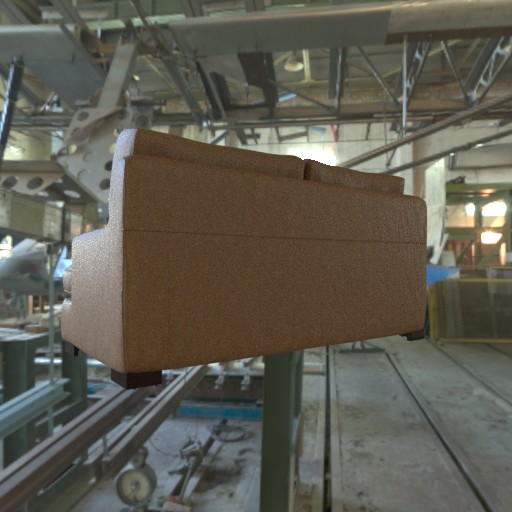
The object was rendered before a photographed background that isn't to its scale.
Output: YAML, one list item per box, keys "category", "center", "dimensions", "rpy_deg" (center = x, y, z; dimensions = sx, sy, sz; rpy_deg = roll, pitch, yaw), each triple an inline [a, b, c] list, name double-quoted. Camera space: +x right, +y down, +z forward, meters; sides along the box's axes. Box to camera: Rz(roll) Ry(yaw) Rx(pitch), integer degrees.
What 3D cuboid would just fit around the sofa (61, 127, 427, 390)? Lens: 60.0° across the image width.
- category: "sofa"
  center: [0.000, 0.000, 2.453]
  dimensions: [1.855, 0.980, 0.962]
  rpy_deg: [1, -1, -36]
